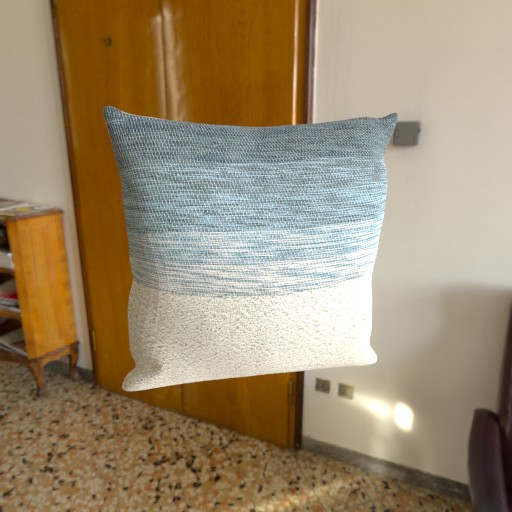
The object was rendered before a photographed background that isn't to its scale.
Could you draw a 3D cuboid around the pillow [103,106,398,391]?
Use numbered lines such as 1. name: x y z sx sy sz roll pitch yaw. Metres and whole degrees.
1. pillow: 0.000 0.000 0.691 0.440 0.441 0.182 -3 16 -10
